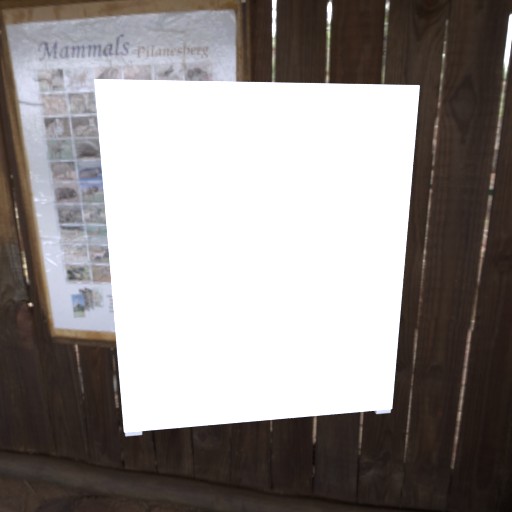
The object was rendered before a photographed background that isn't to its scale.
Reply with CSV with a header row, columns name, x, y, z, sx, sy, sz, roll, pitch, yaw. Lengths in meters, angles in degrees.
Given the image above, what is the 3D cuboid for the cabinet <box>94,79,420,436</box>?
name,x,y,z,sx,sy,sz,roll,pitch,yaw
cabinet,0.000,0.000,1.687,1.000,1.190,0.400,-2,14,-8
